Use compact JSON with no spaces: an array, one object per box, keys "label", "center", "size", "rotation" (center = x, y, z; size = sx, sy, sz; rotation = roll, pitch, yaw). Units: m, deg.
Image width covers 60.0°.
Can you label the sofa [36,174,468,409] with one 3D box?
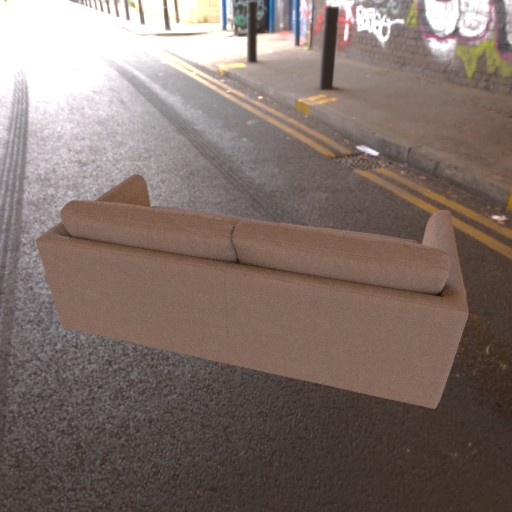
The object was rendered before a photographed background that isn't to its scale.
[{"label":"sofa","center":[0.000,0.000,2.729],"size":[2.588,0.838,1.090],"rotation":[9,32,14]}]
